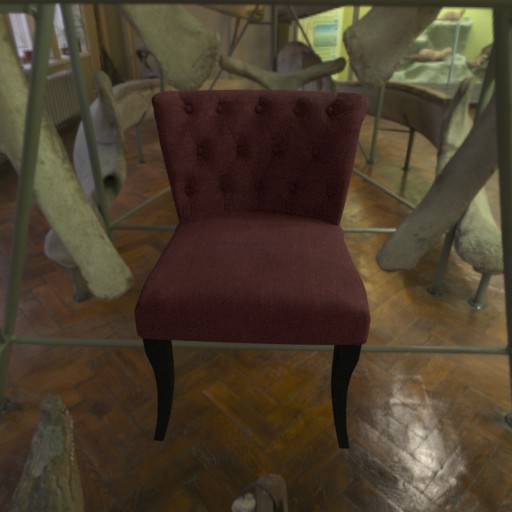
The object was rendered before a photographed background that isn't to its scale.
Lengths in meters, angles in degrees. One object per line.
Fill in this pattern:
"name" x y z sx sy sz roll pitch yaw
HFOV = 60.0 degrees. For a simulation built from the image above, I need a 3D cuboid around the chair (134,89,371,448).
"chair" 0.000 0.000 1.178 0.582 0.750 0.605 1 31 2
